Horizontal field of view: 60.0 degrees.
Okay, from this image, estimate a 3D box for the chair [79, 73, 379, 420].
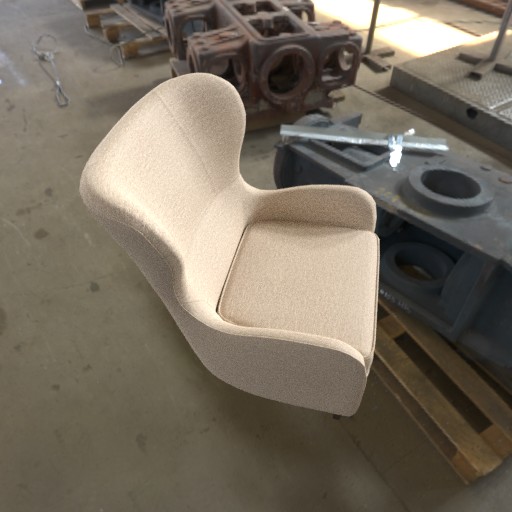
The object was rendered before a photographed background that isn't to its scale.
[{"bbox_3d":[0.000,0.000,1.738,0.984,1.064,0.861,9,47,9],"label":"chair"}]
